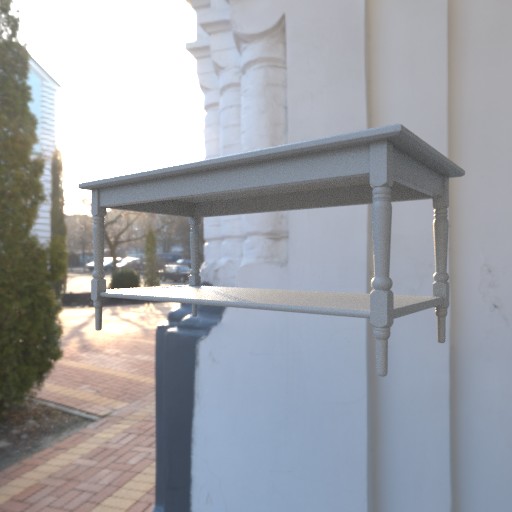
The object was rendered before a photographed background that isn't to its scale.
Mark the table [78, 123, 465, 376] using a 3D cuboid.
[{"bbox_3d":[0.000,0.000,1.401,1.109,0.506,0.551,0,-1,37],"label":"table"}]
